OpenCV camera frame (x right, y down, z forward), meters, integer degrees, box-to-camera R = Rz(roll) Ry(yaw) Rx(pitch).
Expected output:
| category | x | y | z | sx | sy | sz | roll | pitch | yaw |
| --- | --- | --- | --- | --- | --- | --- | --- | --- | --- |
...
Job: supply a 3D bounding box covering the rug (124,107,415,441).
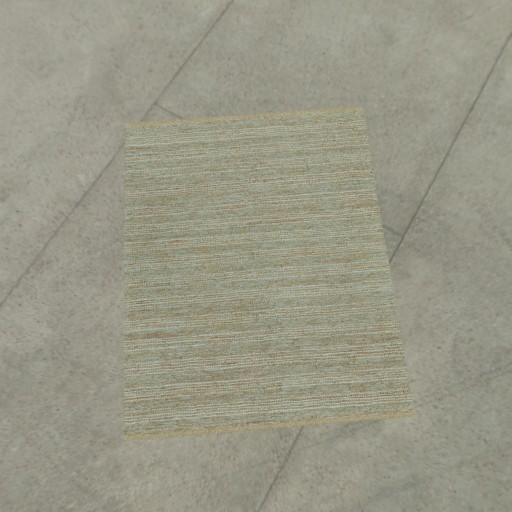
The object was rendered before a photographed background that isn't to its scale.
| category | x | y | z | sx | sy | sz | roll | pitch | yaw |
| --- | --- | --- | --- | --- | --- | --- | --- | --- | --- |
| rug | 0.000 | 0.000 | 4.150 | 2.471 | 0.012 | 3.034 | -4 | 74 | -1 |
